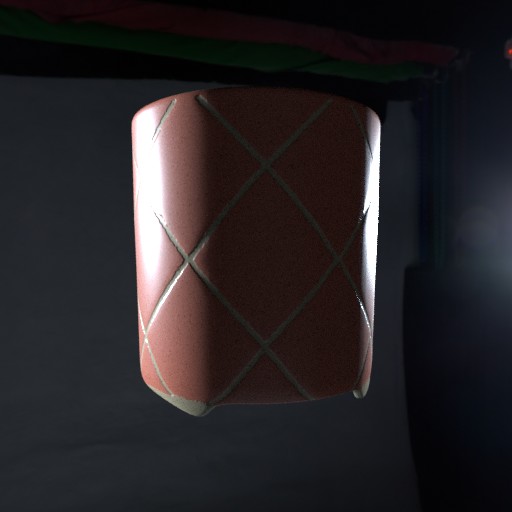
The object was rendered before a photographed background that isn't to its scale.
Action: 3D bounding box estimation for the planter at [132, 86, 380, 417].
[{"bbox_3d":[0.000,0.000,0.353,0.191,0.200,0.191,0,0,0],"label":"planter"}]
